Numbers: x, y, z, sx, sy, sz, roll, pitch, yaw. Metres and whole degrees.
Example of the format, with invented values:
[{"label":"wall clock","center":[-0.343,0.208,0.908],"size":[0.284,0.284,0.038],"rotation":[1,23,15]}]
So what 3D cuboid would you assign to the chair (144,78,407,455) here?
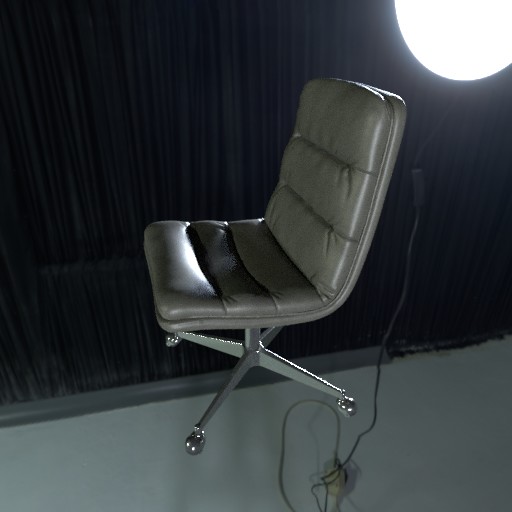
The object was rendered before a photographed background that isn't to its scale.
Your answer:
[{"label":"chair","center":[0.000,0.000,1.021],"size":[0.485,0.738,0.422],"rotation":[-8,30,-15]}]
